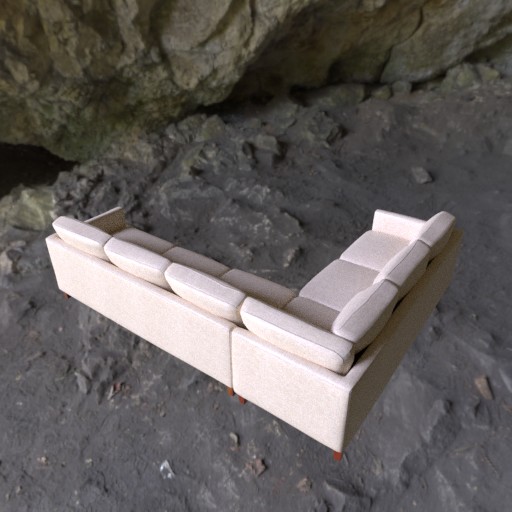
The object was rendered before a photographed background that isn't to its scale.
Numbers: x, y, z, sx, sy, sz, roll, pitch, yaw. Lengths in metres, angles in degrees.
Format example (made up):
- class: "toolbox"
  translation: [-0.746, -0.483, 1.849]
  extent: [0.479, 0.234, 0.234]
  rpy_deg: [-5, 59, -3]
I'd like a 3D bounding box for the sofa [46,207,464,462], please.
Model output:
- class: "sofa"
  translation: [0.000, 0.000, 4.471]
  extent: [3.302, 0.947, 2.593]
  rpy_deg: [21, 37, 30]
